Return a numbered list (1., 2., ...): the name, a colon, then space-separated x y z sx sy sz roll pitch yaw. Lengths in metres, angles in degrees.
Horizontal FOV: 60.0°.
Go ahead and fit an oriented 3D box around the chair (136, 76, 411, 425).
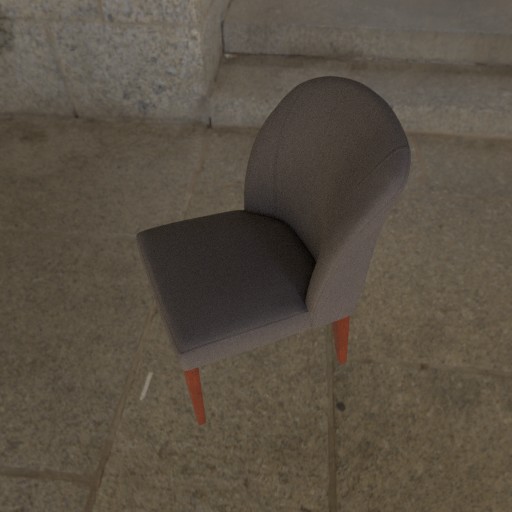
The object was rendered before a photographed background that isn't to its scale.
1. chair: 0.000 0.000 1.285 0.619 0.879 0.506 -17 49 -16
